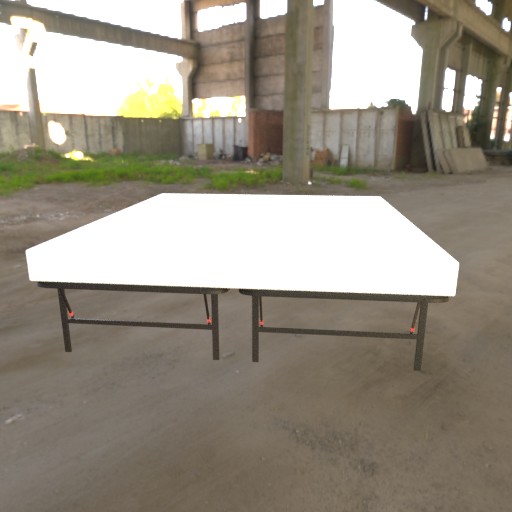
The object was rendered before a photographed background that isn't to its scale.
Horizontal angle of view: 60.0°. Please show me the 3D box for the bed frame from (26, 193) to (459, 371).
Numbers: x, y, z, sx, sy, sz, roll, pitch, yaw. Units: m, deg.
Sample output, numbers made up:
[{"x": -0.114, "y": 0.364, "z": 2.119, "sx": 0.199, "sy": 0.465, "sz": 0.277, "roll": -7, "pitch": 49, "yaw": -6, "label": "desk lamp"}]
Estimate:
[{"x": 0.000, "y": 0.000, "z": 2.997, "sx": 1.930, "sy": 0.559, "sz": 2.032, "roll": 2, "pitch": 16, "yaw": 6, "label": "bed frame"}]
